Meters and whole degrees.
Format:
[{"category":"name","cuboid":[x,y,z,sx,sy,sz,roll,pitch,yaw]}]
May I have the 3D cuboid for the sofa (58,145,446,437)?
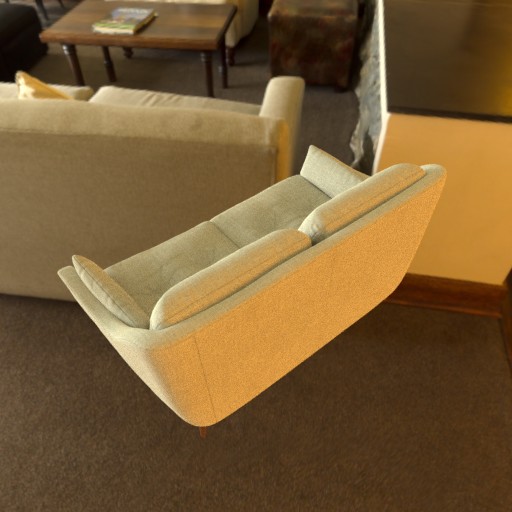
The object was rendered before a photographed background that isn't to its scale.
[{"category":"sofa","cuboid":[0.000,0.000,2.215,1.652,0.888,0.965,-30,53,-26]}]
